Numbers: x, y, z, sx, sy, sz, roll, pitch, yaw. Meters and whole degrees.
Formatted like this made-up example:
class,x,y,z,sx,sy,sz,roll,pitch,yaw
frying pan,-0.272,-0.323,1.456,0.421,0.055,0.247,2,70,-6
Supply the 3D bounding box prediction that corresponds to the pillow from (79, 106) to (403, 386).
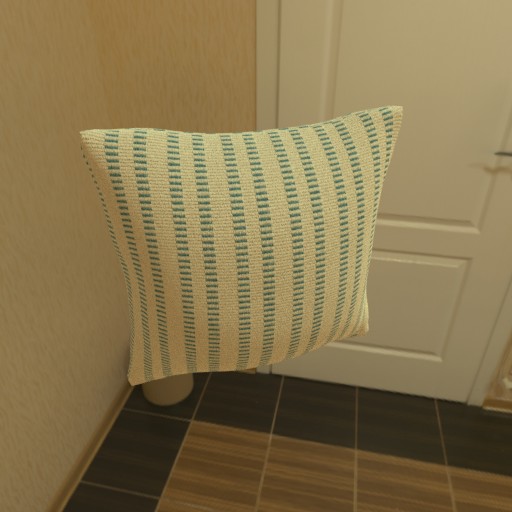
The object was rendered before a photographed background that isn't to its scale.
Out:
class,x,y,z,sx,sy,sz,roll,pitch,yaw
pillow,0.000,0.000,0.675,0.438,0.419,0.247,-9,32,-15
